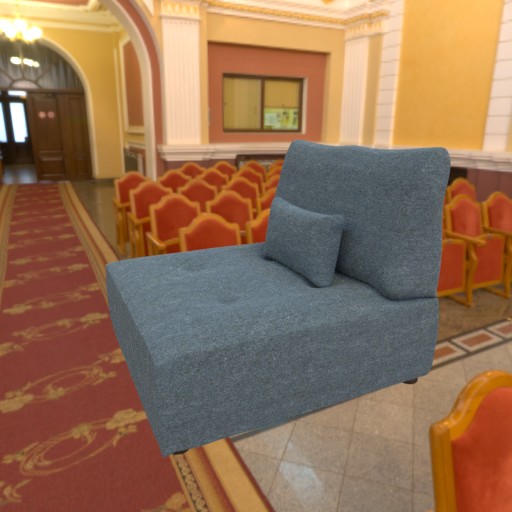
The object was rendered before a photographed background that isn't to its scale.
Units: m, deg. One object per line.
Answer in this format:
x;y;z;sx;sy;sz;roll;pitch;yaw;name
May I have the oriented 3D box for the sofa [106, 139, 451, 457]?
0.000;0.000;1.680;1.000;0.820;0.930;-8;18;-24;sofa
